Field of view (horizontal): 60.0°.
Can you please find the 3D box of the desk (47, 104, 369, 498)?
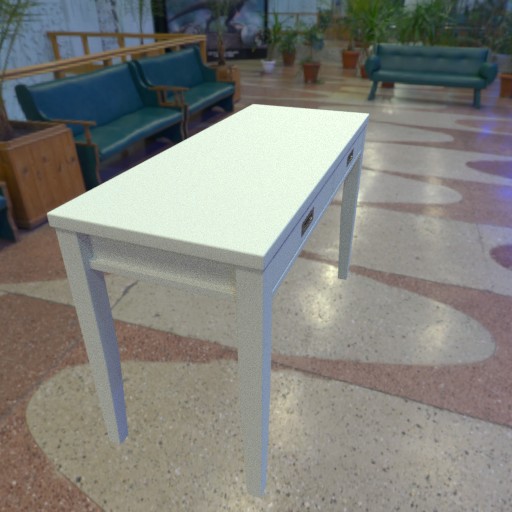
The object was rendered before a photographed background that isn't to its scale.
[{"bbox_3d":[0.000,0.000,1.573,0.508,0.775,1.220,11,32,18],"label":"desk"}]
